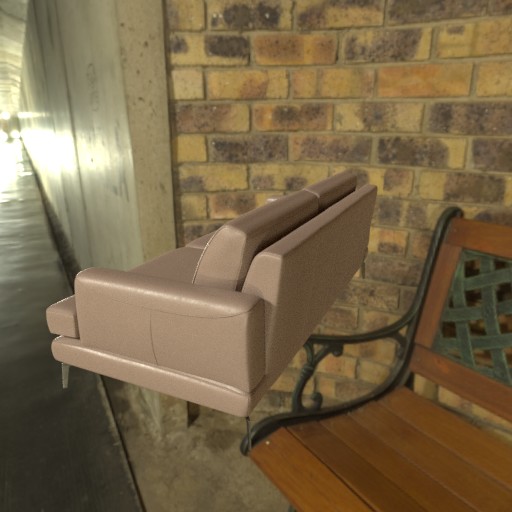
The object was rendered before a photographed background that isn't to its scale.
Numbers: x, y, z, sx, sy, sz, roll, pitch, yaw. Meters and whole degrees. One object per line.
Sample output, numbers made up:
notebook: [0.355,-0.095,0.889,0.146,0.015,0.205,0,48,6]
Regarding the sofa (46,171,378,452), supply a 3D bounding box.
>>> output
sofa: [0.000,0.000,2.390,0.974,0.765,1.940,8,19,24]
